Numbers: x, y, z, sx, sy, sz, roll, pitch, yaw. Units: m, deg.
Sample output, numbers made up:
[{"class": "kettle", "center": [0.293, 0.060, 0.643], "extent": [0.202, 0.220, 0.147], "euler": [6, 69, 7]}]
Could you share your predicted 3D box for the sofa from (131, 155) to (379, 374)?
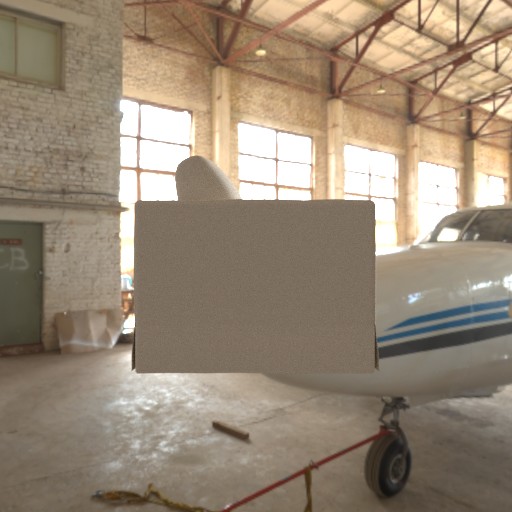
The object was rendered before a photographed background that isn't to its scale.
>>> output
[{"class": "sofa", "center": [0.000, 0.000, 2.754], "extent": [0.954, 0.881, 2.163], "euler": [0, 0, 0]}]
